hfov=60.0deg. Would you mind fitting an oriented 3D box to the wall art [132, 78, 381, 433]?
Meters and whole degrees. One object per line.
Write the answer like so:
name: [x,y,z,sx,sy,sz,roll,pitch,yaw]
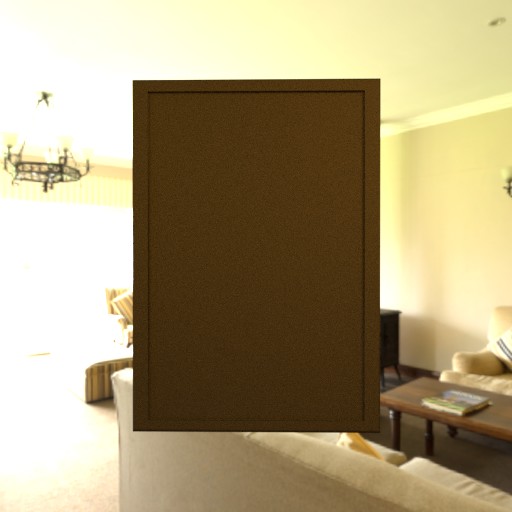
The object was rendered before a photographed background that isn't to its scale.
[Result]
wall art: [0.000,0.000,0.548,0.303,0.431,0.013,0,0,1]
